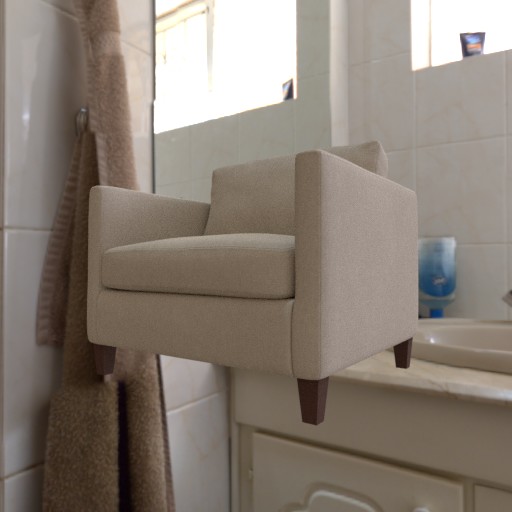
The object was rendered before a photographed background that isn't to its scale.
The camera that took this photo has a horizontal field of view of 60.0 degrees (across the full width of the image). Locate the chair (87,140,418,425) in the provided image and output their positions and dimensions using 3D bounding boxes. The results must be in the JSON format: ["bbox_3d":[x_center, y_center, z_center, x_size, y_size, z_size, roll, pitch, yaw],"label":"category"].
[{"bbox_3d":[0.000,0.000,1.868,1.107,0.961,0.959,-1,-1,35],"label":"chair"}]
